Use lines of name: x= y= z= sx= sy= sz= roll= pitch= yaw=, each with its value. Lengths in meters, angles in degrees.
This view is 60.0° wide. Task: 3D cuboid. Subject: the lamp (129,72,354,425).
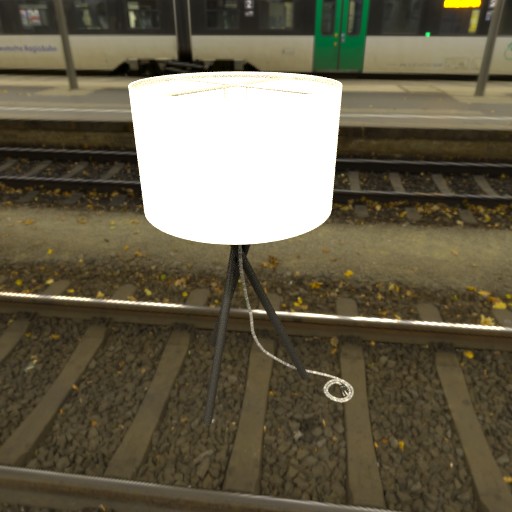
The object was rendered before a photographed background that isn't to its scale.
lamp: x=0.000 y=0.000 z=0.916 sx=0.422 sy=0.674 sz=0.353 roll=-7 pitch=29 yaw=-13
